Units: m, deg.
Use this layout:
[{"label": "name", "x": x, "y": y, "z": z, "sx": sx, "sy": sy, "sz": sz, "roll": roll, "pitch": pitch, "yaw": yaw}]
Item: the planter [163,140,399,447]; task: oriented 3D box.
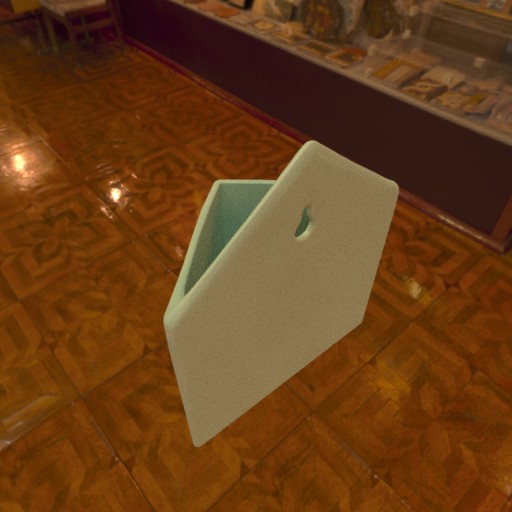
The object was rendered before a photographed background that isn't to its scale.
[{"label": "planter", "x": 0.000, "y": 0.000, "z": 0.278, "sx": 0.164, "sy": 0.197, "sz": 0.079, "roll": -30, "pitch": 53, "yaw": -26}]
